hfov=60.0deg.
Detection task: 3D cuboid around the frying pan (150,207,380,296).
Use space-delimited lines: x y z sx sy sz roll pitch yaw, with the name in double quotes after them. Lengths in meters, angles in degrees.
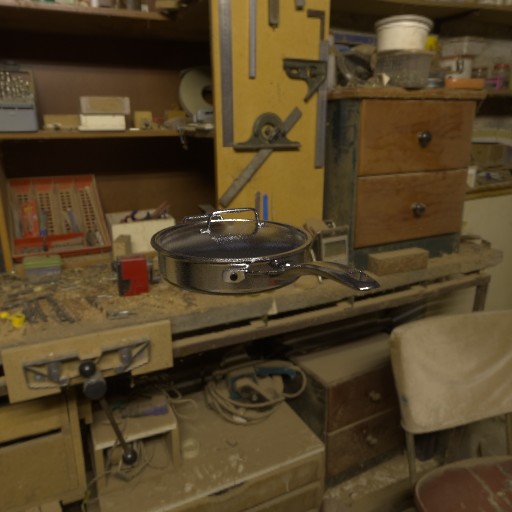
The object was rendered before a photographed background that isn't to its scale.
0.000 0.000 0.688 0.280 0.114 0.561 -7 19 -23 "frying pan"
